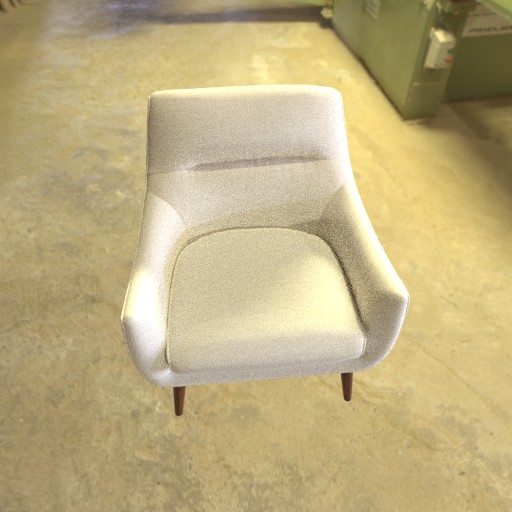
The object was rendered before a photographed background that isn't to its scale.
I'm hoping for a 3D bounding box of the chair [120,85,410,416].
[{"bbox_3d":[0.000,0.000,1.465,0.762,0.838,0.787,-4,47,-4],"label":"chair"}]
